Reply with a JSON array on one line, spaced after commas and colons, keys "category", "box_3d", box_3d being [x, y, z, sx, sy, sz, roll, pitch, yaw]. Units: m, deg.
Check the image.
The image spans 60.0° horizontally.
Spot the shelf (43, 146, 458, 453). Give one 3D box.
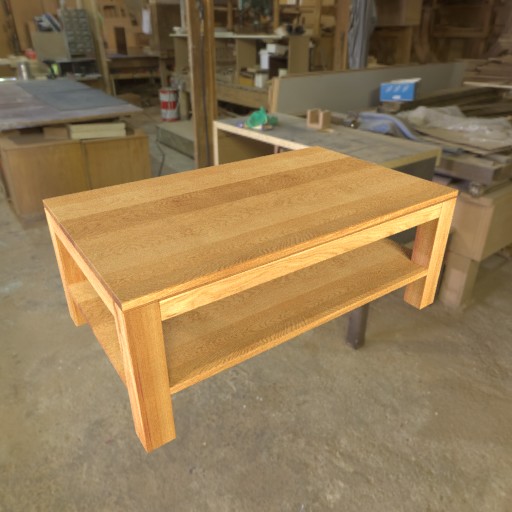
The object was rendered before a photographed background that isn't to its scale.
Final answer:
[{"category": "shelf", "box_3d": [0.000, 0.000, 1.538, 1.150, 0.450, 0.700, -18, 33, -30]}]
